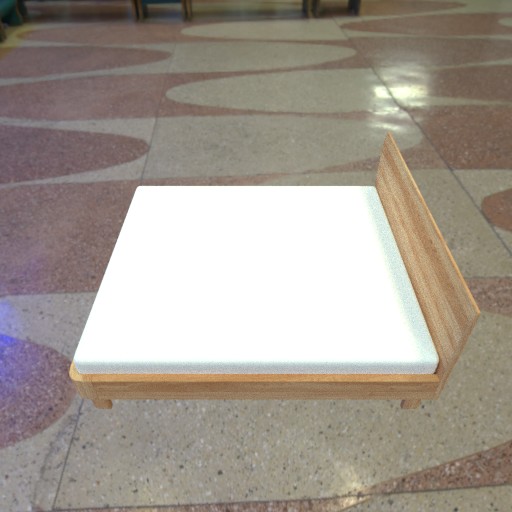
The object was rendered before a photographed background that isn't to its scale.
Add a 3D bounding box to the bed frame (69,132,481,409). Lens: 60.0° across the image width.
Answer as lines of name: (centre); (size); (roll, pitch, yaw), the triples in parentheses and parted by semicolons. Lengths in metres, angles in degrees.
bed frame: (0.000, 0.000, 3.069); (2.092, 0.940, 1.872); (0, 41, 0)
